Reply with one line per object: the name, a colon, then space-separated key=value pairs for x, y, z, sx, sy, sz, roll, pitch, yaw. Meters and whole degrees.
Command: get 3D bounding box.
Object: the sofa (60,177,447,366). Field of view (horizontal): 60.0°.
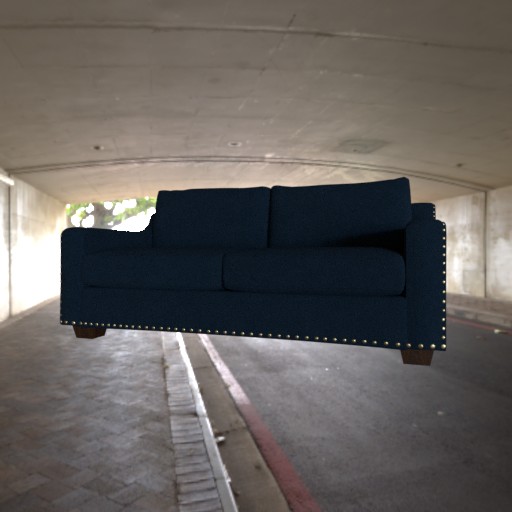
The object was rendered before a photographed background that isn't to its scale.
sofa: x=0.000 y=0.000 z=2.744 sx=2.107 sy=0.983 sz=1.104 roll=0 pitch=1 yaw=19
